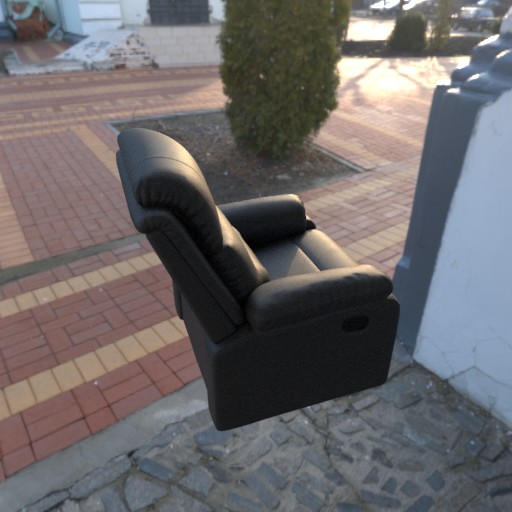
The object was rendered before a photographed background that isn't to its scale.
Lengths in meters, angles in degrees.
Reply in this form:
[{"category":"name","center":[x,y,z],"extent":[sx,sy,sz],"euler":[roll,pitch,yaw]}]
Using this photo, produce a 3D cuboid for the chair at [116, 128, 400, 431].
[{"category":"chair","center":[0.000,0.000,1.744],"extent":[0.919,0.992,0.855],"euler":[-10,31,-17]}]
